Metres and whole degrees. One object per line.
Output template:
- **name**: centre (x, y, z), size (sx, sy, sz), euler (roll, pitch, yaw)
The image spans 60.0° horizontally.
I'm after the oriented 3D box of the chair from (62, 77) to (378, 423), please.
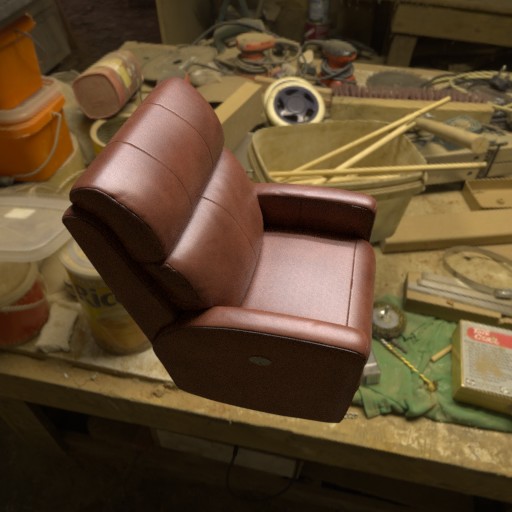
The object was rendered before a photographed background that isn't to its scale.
- **chair**: centre (0.000, 0.000, 1.659), size (0.939, 1.016, 0.787), euler (9, 47, 9)
